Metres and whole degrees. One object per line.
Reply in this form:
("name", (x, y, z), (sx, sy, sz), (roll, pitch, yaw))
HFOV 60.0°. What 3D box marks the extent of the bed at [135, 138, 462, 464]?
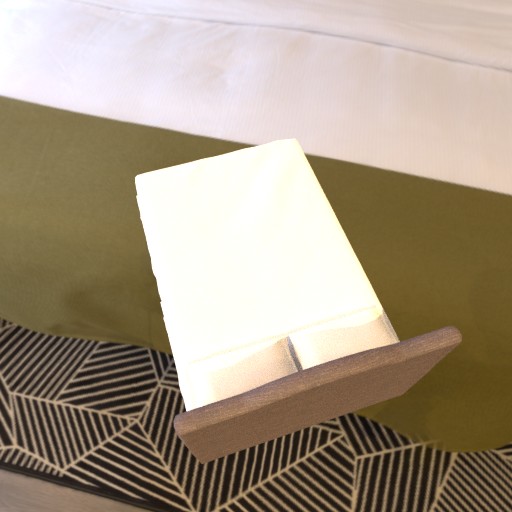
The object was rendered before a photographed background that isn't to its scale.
("bed", (0.000, 0.000, 3.538), (1.741, 1.441, 2.507), (-15, 60, -9))
